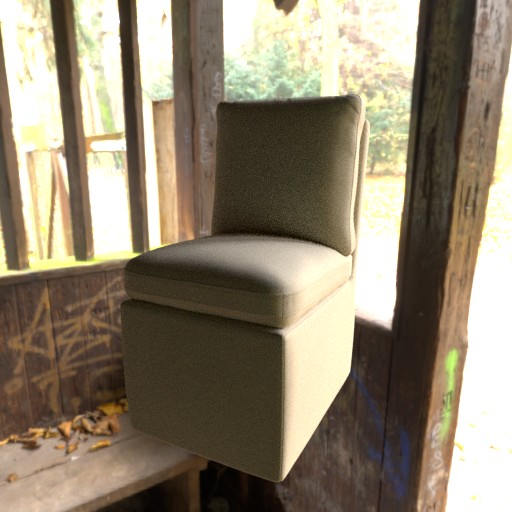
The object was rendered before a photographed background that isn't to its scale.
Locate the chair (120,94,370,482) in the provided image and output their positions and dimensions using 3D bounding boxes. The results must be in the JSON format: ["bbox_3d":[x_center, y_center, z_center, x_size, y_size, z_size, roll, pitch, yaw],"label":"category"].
[{"bbox_3d":[0.000,0.000,1.322,0.503,0.927,0.698,7,16,26],"label":"chair"}]
